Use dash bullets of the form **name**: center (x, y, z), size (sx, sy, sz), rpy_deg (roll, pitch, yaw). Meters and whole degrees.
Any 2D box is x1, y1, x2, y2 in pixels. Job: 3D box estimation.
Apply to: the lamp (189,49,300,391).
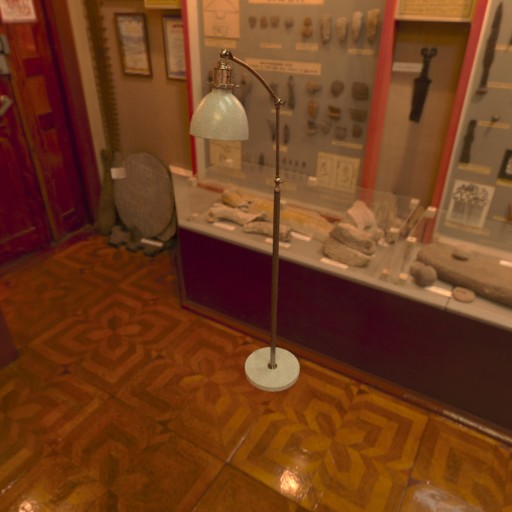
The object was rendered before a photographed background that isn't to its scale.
- **lamp**: center (0.000, 0.000, 1.823), size (0.288, 1.586, 0.599), rpy_deg (19, 36, 28)
